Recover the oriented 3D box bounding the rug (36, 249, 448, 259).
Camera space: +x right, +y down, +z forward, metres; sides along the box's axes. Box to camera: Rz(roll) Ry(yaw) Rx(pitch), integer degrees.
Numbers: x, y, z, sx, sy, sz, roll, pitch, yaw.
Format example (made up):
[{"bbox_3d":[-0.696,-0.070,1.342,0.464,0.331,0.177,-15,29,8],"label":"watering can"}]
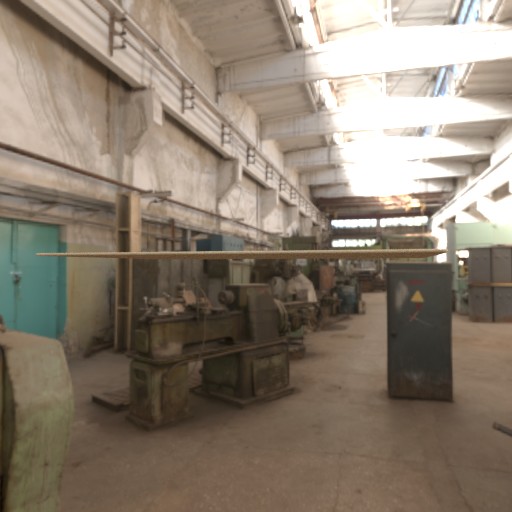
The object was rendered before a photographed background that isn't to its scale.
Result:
[{"bbox_3d":[0.000,0.000,2.451,1.848,0.014,1.238,0,-1,17],"label":"rug"}]
